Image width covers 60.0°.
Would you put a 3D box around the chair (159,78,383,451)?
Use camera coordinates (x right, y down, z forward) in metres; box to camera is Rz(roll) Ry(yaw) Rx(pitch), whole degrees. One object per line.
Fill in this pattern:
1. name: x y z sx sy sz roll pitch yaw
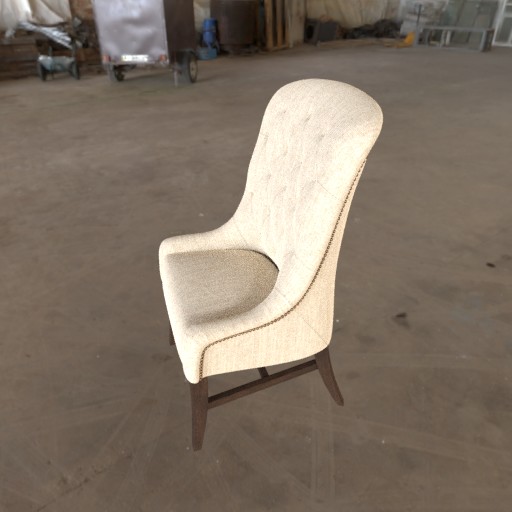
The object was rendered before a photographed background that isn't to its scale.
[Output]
1. chair: 0.000 0.000 1.524 0.629 1.091 0.634 -9 32 -15
